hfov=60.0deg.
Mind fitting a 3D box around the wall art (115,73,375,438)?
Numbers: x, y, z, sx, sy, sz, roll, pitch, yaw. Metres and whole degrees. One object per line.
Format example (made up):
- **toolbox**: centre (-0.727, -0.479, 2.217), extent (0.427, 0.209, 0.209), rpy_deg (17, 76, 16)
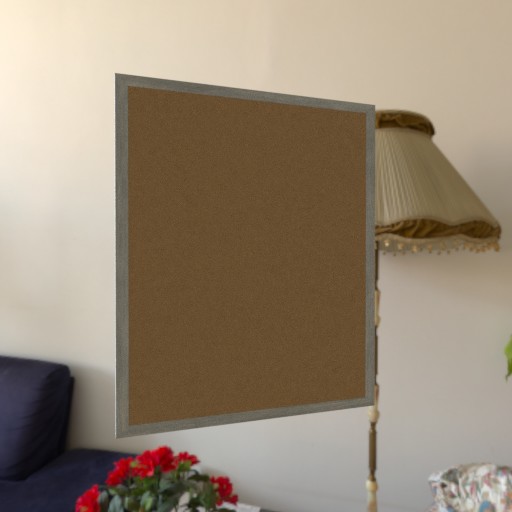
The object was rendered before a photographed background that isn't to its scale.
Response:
- **wall art**: centre (0.000, 0.000, 0.792), extent (0.479, 0.582, 0.022), rpy_deg (0, 1, -19)
